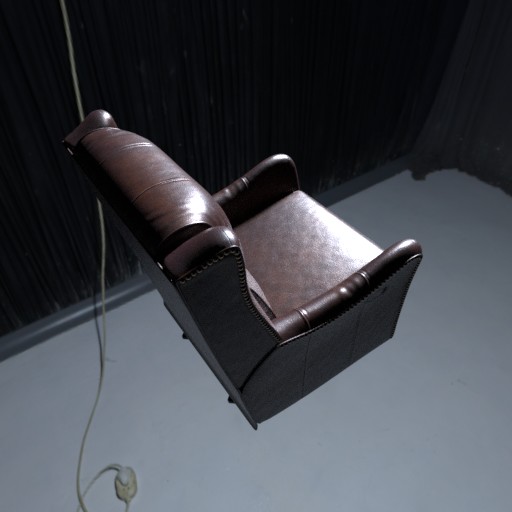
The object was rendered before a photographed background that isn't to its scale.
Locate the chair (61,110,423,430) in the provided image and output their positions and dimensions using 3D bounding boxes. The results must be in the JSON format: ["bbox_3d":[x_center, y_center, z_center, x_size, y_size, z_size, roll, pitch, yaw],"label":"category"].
[{"bbox_3d":[0.000,0.000,1.742,1.008,1.084,0.869,-25,47,-25],"label":"chair"}]
